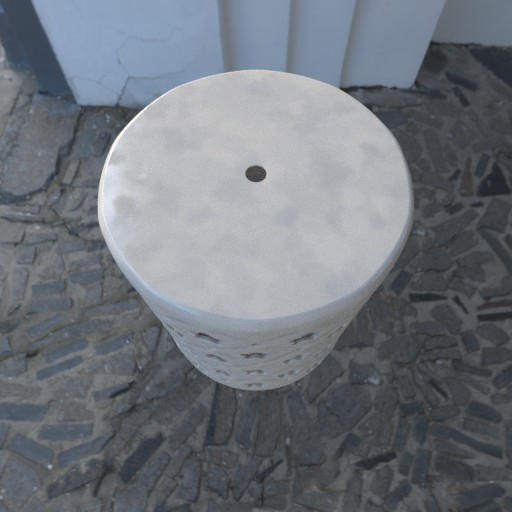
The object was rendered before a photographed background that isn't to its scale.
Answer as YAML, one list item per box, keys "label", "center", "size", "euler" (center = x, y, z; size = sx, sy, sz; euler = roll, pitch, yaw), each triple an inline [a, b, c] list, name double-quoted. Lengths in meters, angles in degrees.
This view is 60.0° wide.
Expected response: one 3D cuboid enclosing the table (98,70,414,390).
- label: "table"
  center: [0.000, 0.000, 0.656]
  size: [0.352, 0.387, 0.352]
  euler: [0, 62, 0]
